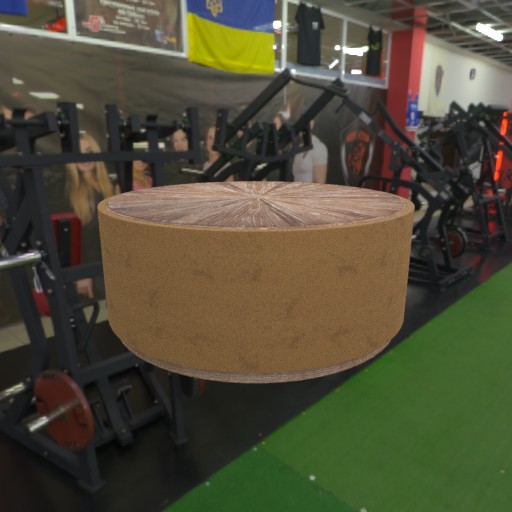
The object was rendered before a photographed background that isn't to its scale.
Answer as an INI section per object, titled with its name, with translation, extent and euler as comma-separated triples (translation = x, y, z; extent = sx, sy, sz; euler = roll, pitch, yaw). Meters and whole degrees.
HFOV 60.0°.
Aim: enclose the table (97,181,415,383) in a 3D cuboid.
[table]
translation = 0.000, 0.000, 1.532
extent = 1.001, 0.409, 1.001
euler = 0, 16, 0
